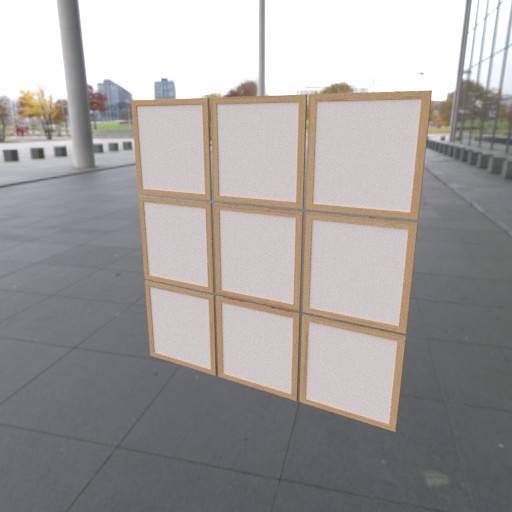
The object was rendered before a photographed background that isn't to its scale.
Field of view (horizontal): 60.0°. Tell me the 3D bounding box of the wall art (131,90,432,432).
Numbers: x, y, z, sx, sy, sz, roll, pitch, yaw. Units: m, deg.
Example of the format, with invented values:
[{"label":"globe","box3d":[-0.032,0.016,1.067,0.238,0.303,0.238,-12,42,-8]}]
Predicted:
[{"label":"wall art","box3d":[0.000,0.000,2.242,1.517,1.523,0.013,9,19,27]}]
